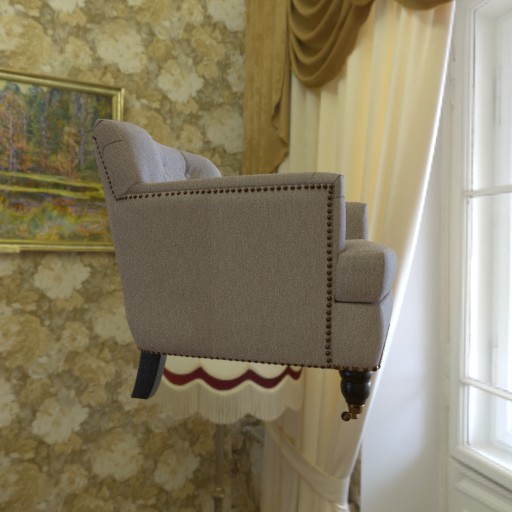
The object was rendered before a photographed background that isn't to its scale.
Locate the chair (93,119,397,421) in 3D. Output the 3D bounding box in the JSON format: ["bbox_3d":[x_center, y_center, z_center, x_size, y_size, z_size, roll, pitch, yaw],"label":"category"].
[{"bbox_3d":[0.000,0.000,1.490,0.902,0.823,0.737,0,0,19],"label":"chair"}]
